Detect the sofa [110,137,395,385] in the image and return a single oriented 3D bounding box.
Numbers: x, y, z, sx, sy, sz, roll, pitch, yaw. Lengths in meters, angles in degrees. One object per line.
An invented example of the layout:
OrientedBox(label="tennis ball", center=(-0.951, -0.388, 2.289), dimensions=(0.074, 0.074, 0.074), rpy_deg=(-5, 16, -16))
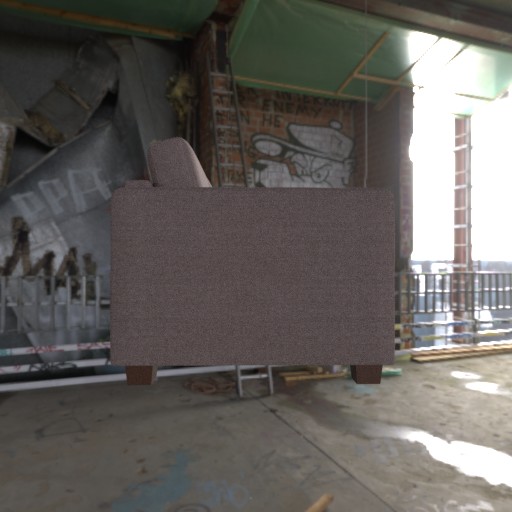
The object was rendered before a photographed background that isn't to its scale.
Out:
OrientedBox(label="sofa", center=(0.000, 0.000, 2.066), dimensions=(0.900, 0.800, 1.520), rpy_deg=(0, -1, -1))
